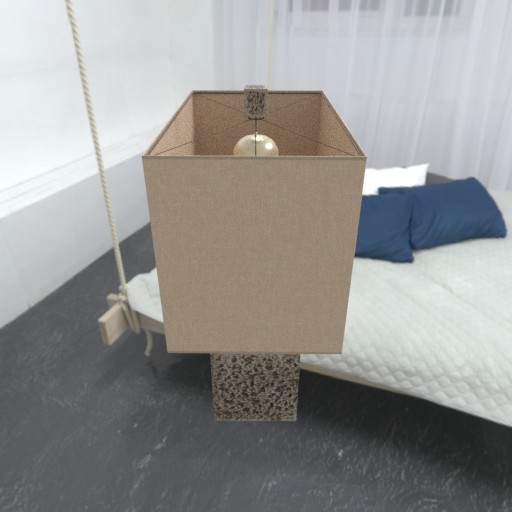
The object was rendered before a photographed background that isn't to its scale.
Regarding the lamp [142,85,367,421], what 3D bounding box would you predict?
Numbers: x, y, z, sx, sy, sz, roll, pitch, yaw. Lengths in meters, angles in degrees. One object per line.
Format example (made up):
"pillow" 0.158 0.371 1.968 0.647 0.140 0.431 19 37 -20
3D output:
"lamp" 0.000 0.000 0.569 0.180 0.411 0.294 0 30 1
